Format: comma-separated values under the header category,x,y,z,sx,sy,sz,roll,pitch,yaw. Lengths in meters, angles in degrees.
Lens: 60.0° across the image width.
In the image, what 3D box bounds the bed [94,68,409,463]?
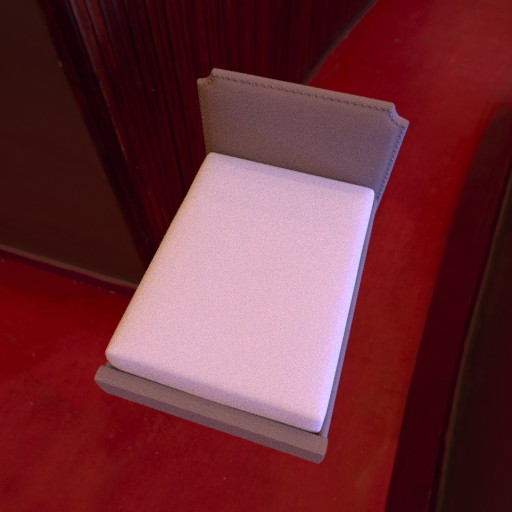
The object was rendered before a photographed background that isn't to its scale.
category,x,y,z,sx,sy,sz,roll,pitch,yaw
bed,0.000,0.000,3.397,1.713,1.443,2.372,15,58,9
